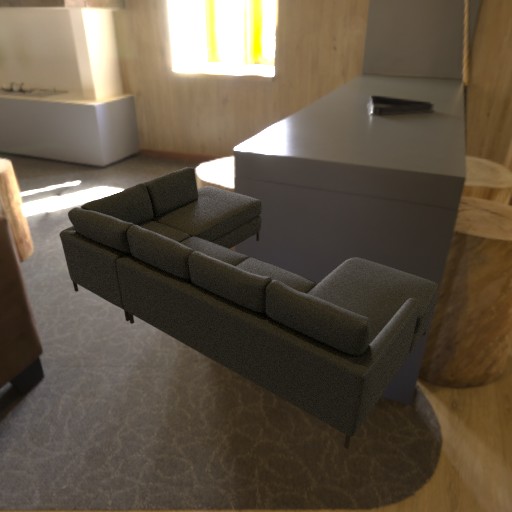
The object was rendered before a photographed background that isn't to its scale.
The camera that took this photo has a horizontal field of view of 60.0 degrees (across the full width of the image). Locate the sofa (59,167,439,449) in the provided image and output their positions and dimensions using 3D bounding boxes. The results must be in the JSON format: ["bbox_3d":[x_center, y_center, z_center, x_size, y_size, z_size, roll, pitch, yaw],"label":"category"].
[{"bbox_3d":[0.000,0.000,3.918,2.975,0.858,1.984,20,35,32],"label":"sofa"}]
